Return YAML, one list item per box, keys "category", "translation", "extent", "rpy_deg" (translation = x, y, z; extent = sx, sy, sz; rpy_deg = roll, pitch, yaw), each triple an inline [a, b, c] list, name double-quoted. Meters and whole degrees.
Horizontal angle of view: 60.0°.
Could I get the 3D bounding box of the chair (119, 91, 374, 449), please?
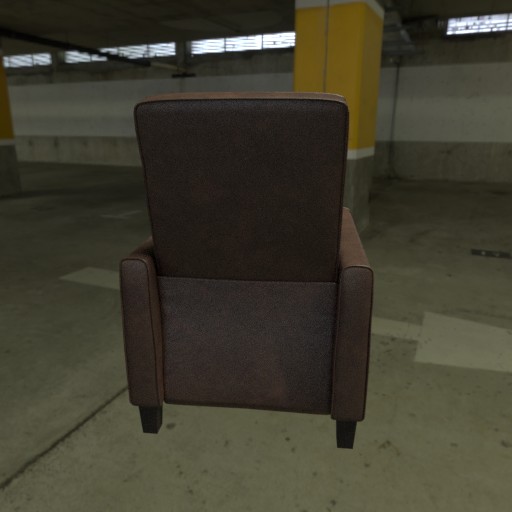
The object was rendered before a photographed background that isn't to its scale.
- category: "chair"
  translation: [0.000, 0.000, 1.514]
  extent: [0.705, 1.013, 0.746]
  rpy_deg: [2, 17, 6]
